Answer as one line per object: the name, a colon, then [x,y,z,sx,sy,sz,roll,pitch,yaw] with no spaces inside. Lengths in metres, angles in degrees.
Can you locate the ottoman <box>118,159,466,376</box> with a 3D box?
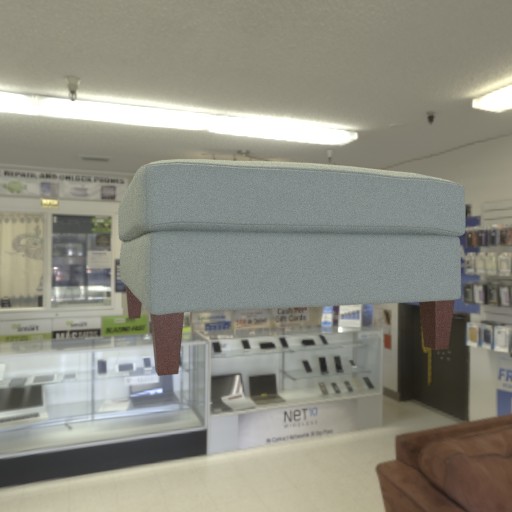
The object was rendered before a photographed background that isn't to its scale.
ottoman: [0.000,0.000,1.475,0.842,0.494,0.991,0,0,-20]
